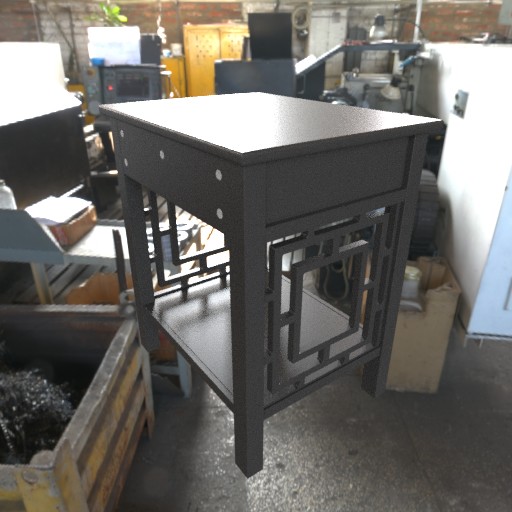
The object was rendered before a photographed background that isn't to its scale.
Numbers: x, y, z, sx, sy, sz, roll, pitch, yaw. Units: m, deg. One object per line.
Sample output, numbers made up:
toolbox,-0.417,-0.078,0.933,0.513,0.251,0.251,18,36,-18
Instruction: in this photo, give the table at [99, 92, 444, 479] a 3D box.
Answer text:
table,0.000,0.000,1.031,0.451,0.646,0.564,-18,31,-32
